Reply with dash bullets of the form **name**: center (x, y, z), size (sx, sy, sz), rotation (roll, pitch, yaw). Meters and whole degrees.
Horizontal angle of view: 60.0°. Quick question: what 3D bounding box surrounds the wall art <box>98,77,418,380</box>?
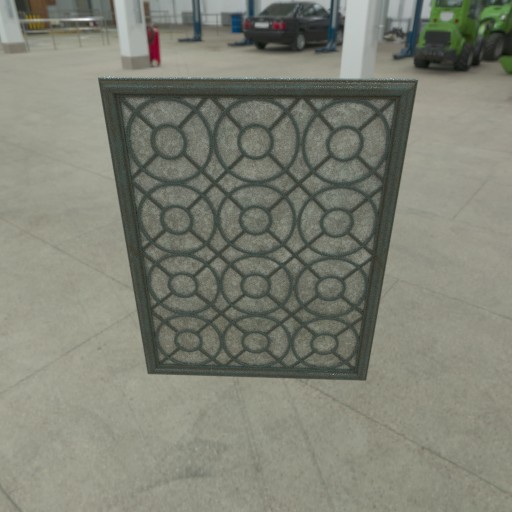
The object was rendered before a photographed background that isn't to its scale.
- **wall art**: center (0.000, 0.000, 1.309), size (0.767, 0.983, 0.030), rotation (1, 30, 2)
